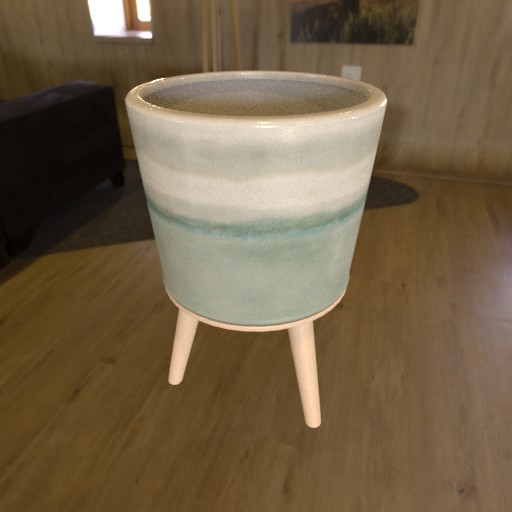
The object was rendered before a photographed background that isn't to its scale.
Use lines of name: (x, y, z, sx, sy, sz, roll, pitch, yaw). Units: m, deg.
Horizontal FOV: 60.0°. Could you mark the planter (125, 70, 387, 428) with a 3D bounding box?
planter: (0.000, 0.000, 0.563, 0.265, 0.404, 0.265, 19, 36, 29)
